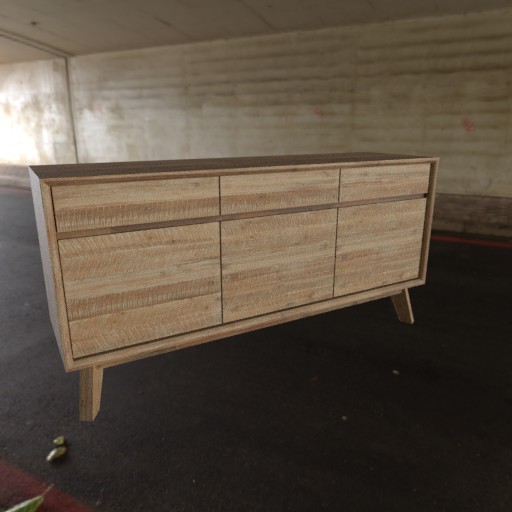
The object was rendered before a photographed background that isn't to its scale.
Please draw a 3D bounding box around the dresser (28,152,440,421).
[{"bbox_3d":[0.000,0.000,1.875,1.602,0.788,0.455,-9,19,-28],"label":"dresser"}]
